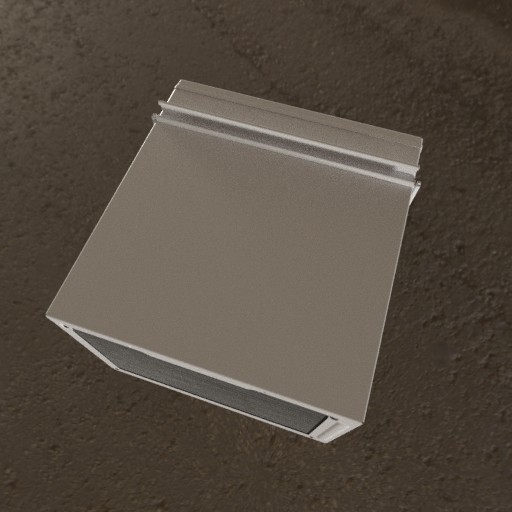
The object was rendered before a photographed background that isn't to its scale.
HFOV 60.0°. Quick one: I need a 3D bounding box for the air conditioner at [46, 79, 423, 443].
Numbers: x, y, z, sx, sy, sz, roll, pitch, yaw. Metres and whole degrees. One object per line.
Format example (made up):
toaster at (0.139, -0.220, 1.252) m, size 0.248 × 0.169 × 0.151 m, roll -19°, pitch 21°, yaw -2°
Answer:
air conditioner at (0.000, 0.000, 0.885) m, size 0.503 × 0.388 × 0.546 m, roll 17°, pitch 64°, yaw 8°
